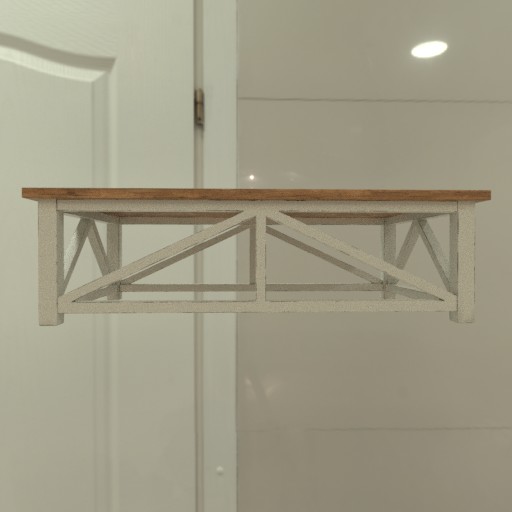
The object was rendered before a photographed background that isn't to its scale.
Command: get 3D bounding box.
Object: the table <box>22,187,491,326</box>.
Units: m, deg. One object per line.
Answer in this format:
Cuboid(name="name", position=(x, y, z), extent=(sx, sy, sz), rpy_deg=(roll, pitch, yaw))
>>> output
Cuboid(name="table", position=(0.000, 0.000, 1.722), extent=(1.400, 0.410, 0.800), rpy_deg=(0, 1, -2))
